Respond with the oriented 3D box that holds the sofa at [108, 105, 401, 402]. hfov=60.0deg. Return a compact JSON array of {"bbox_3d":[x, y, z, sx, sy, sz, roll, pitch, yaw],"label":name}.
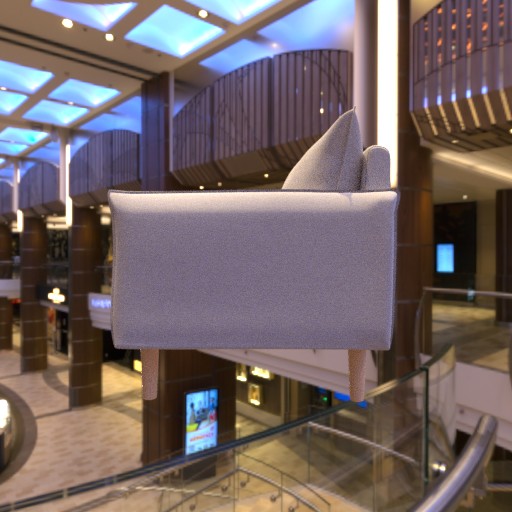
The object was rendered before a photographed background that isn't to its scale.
[{"bbox_3d":[0.000,0.000,1.840,0.820,0.840,1.300,0,0,1],"label":"sofa"}]
